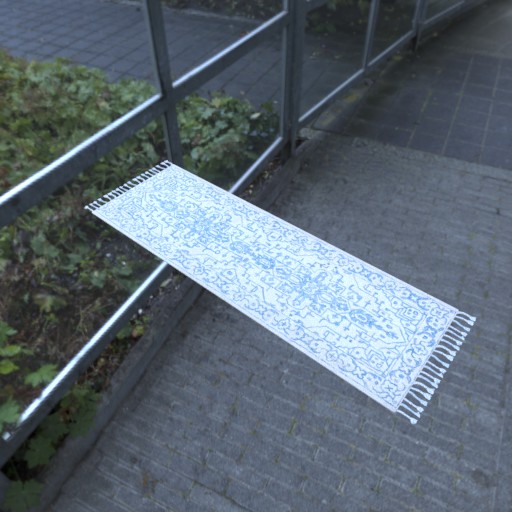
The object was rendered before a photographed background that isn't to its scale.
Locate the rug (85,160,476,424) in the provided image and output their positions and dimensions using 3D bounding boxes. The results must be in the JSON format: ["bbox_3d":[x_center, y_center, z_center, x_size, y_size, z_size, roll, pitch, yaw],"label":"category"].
[{"bbox_3d":[0.000,0.000,2.723,2.449,0.011,0.774,30,52,27],"label":"rug"}]
